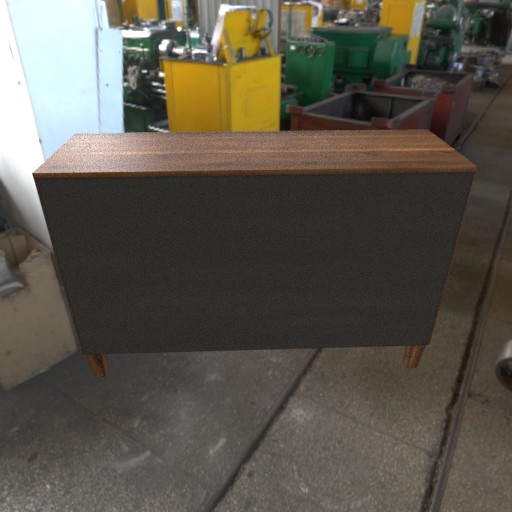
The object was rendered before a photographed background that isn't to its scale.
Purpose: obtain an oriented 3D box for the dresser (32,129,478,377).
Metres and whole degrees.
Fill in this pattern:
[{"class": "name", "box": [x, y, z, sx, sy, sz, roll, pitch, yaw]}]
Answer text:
[{"class": "dresser", "box": [0.000, 0.000, 1.796, 1.387, 0.892, 0.438, -1, 31, -2]}]
